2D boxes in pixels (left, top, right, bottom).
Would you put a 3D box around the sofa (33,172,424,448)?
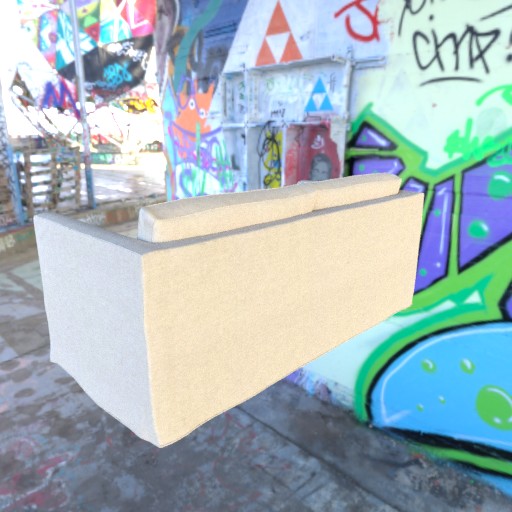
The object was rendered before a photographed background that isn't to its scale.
[{"bbox_3d":[0.000,0.000,2.393,1.959,0.835,0.962,-15,22,-43],"label":"sofa"}]
